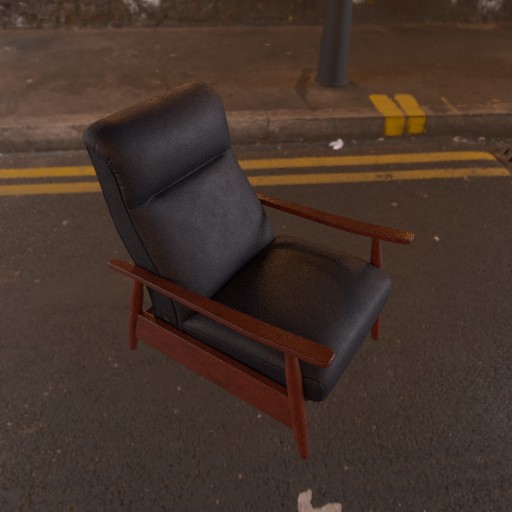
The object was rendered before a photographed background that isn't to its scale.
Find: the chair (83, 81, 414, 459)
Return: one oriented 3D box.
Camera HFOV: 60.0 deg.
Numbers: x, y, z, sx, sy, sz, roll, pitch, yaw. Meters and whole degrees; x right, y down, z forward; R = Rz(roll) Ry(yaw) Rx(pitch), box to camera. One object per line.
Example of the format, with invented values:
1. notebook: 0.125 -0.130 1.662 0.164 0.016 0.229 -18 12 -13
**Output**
1. chair: 0.000 0.000 1.787 1.014 1.082 0.762 23 45 26
